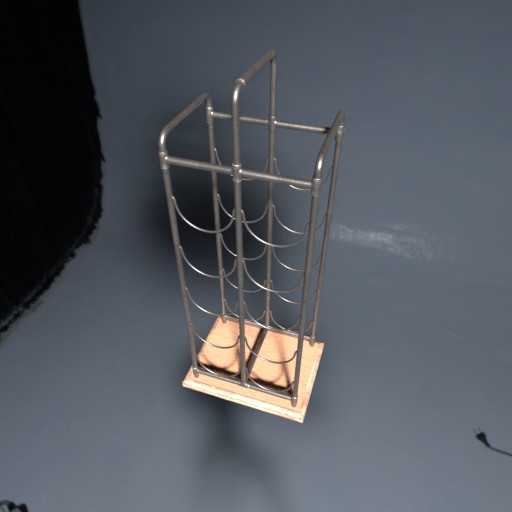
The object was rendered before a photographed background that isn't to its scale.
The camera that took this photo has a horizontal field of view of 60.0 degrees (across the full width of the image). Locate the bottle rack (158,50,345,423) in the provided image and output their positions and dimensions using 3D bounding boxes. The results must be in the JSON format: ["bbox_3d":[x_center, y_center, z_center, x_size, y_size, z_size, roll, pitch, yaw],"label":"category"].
[{"bbox_3d":[0.000,0.000,0.814,0.276,0.680,0.208,12,42,14],"label":"bottle rack"}]
